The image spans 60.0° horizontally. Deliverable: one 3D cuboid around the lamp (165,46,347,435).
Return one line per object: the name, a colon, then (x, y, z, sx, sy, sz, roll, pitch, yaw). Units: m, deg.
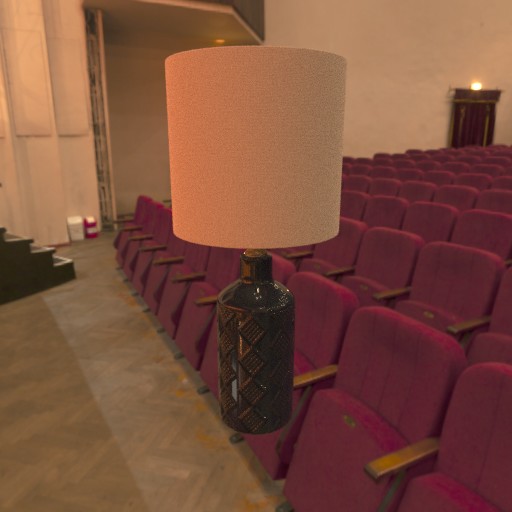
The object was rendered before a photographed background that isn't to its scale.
lamp: (0.000, 0.000, 0.572, 0.207, 0.461, 0.207, -7, 17, -25)
